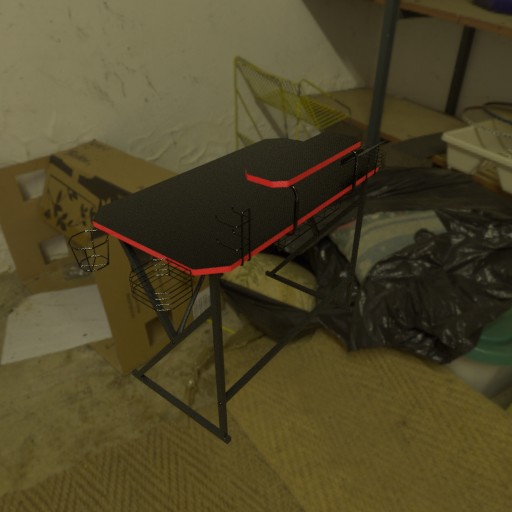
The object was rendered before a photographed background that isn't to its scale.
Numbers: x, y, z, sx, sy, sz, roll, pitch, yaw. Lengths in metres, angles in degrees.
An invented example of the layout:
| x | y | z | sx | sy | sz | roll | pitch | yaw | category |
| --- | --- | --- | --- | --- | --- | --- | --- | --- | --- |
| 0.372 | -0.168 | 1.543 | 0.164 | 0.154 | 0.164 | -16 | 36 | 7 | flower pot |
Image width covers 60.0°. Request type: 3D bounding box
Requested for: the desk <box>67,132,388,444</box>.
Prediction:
| x | y | z | sx | sy | sz | roll | pitch | yaw | category |
| --- | --- | --- | --- | --- | --- | --- | --- | --- | --- |
| 0.000 | 0.000 | 1.728 | 0.588 | 0.913 | 1.280 | 23 | 39 | 31 | desk |
